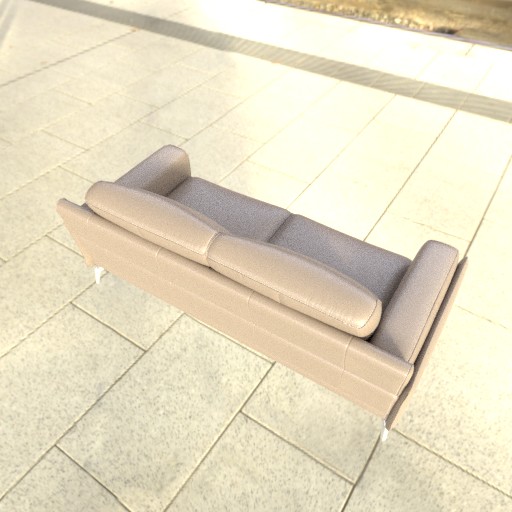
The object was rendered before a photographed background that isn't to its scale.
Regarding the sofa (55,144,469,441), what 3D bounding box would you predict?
[{"bbox_3d":[0.000,0.000,2.533,2.101,0.930,1.049,24,50,21],"label":"sofa"}]
